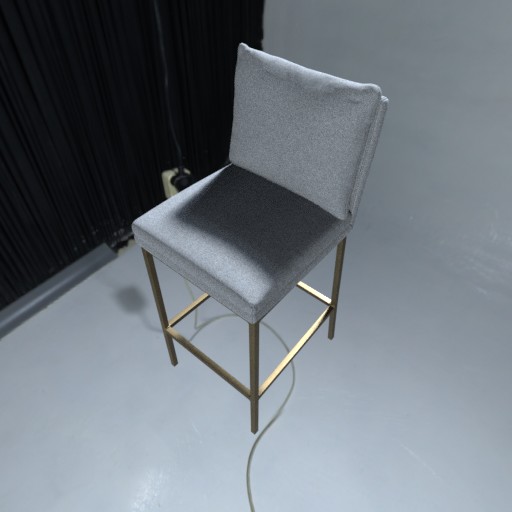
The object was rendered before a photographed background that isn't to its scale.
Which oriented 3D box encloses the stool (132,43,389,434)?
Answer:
[{"bbox_3d":[0.000,0.000,1.433,0.463,1.130,0.569,31,53,27],"label":"stool"}]
